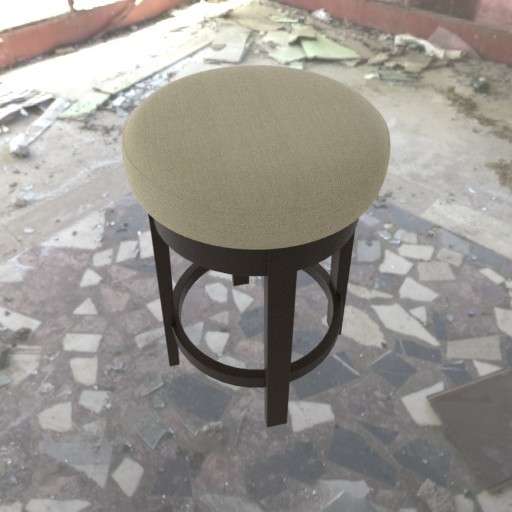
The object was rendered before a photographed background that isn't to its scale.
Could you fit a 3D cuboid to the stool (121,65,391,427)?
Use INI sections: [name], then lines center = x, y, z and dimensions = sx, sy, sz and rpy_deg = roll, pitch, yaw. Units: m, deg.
[stool]
center = 0.000, 0.000, 0.921
dimensions = 0.449, 0.655, 0.449
rpy_deg = 0, 46, 0
